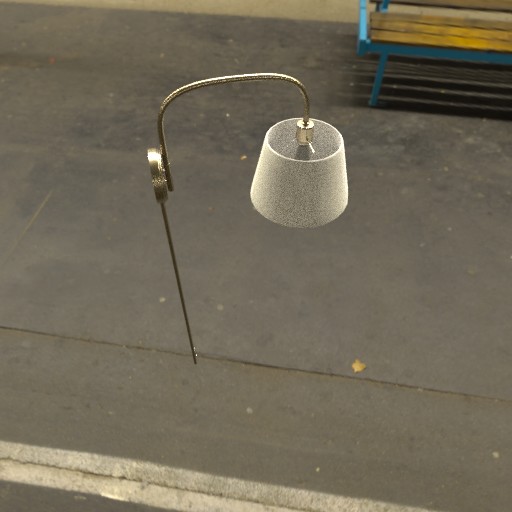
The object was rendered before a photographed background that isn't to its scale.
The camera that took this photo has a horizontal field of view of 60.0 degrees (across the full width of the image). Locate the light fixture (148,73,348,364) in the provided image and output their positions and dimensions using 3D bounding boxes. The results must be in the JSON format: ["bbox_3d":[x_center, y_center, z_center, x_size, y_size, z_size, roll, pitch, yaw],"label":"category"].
[{"bbox_3d":[0.000,0.000,0.472,0.176,0.399,0.092,-10,49,-9],"label":"light fixture"}]
